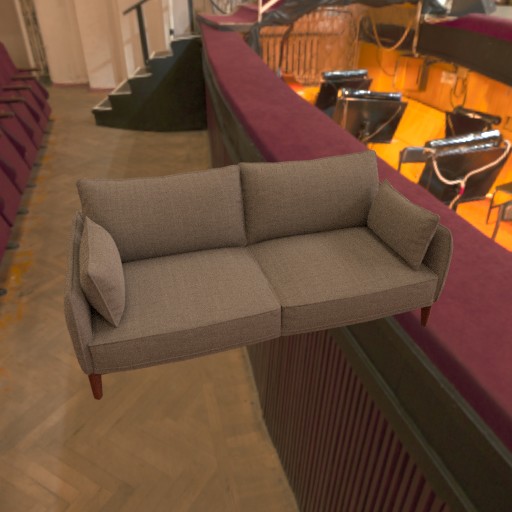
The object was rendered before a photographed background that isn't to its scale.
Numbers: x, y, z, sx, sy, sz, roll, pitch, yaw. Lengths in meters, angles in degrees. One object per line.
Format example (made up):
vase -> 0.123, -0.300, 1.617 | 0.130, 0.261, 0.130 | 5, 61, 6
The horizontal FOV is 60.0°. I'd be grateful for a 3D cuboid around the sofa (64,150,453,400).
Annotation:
sofa -> 0.000, 0.000, 2.514 | 1.989, 0.851, 0.972 | -9, 33, -14
